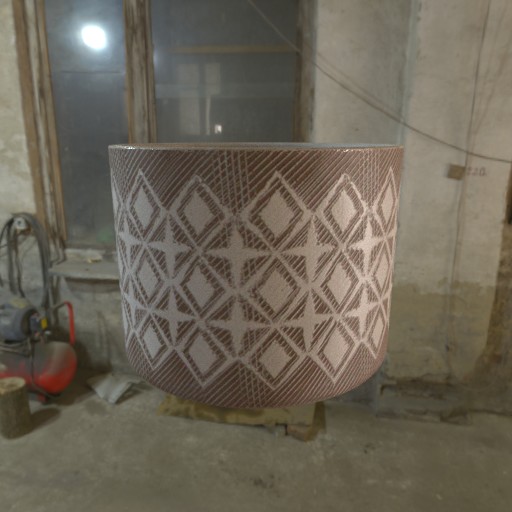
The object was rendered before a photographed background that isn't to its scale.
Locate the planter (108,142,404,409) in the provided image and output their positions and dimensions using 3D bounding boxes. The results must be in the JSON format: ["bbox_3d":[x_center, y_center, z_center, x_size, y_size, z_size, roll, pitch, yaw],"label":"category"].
[{"bbox_3d":[0.000,0.000,0.213,0.126,0.104,0.126,0,15,0],"label":"planter"}]
